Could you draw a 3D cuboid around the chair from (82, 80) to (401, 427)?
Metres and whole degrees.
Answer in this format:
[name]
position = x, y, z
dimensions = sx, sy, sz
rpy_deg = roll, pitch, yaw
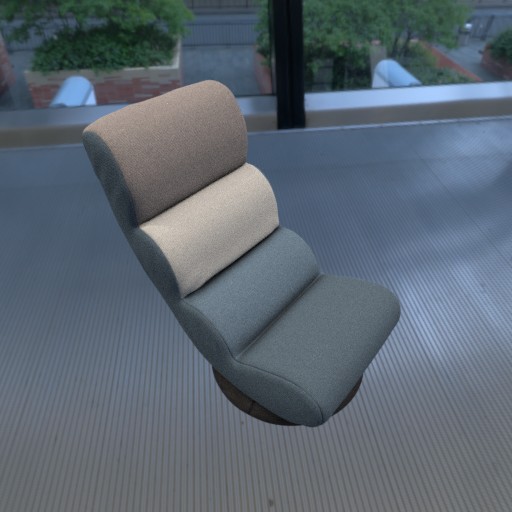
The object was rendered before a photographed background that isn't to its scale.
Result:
[chair]
position = 0.000, 0.000, 1.076
dimensions = 0.661, 0.641, 0.420
rpy_deg = 27, 47, 28
